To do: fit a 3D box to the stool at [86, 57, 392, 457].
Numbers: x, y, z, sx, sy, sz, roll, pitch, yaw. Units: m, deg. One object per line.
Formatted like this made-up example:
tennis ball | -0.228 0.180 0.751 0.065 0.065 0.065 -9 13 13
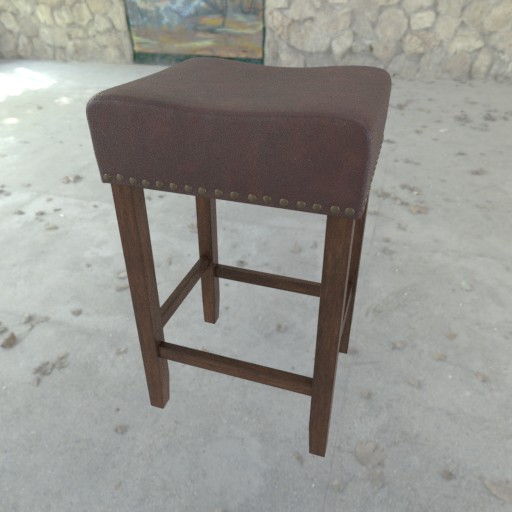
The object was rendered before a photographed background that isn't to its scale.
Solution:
stool | 0.000 0.000 1.008 0.465 0.769 0.401 10 34 15
